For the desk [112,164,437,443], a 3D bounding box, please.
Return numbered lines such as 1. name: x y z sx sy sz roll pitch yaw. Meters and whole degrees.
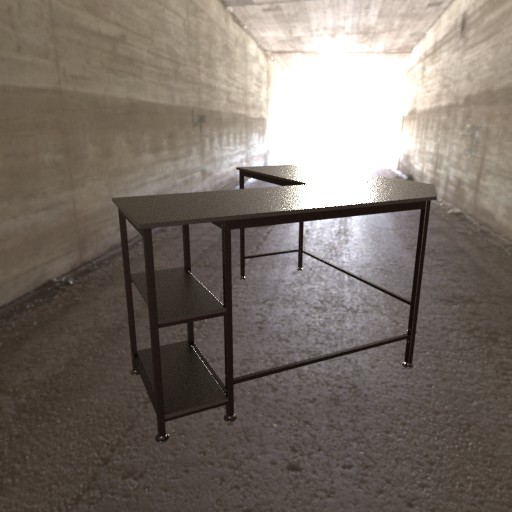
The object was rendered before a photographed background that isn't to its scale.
1. desk: 0.000 0.000 2.219 1.379 0.739 1.379 -8 19 -24
